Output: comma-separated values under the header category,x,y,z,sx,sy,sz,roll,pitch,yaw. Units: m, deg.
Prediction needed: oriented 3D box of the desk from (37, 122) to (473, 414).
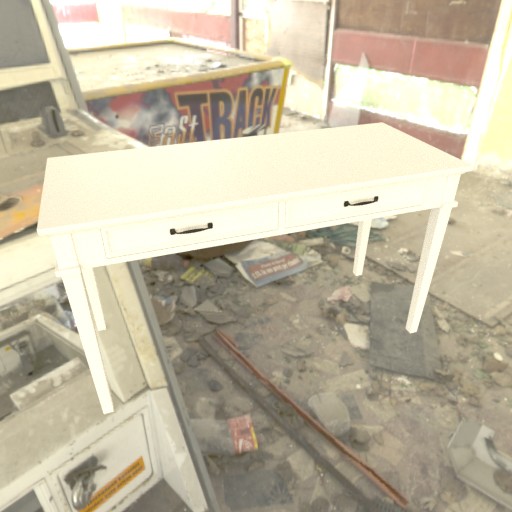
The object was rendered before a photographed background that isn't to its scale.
category,x,y,z,sx,sy,sz,roll,pitch,yaw
desk,0.000,0.000,1.744,1.372,0.774,0.559,-11,34,-16
